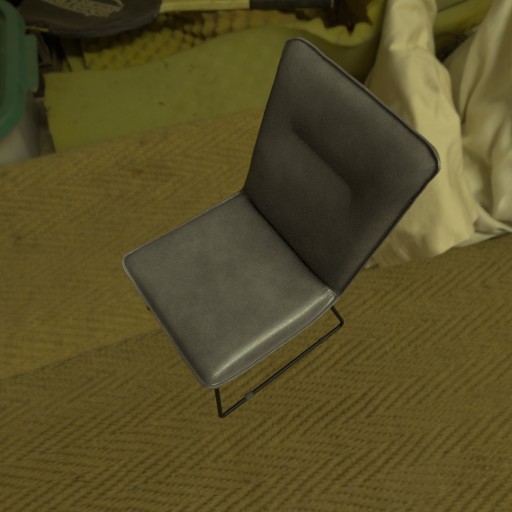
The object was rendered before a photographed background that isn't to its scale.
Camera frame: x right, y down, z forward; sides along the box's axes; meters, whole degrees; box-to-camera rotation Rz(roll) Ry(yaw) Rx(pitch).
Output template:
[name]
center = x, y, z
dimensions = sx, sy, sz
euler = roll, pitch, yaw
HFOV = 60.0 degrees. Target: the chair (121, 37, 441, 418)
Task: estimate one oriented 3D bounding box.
[chair]
center = 0.000, 0.000, 1.334
dimensions = 0.688, 0.932, 0.515
euler = -33, 67, -16
